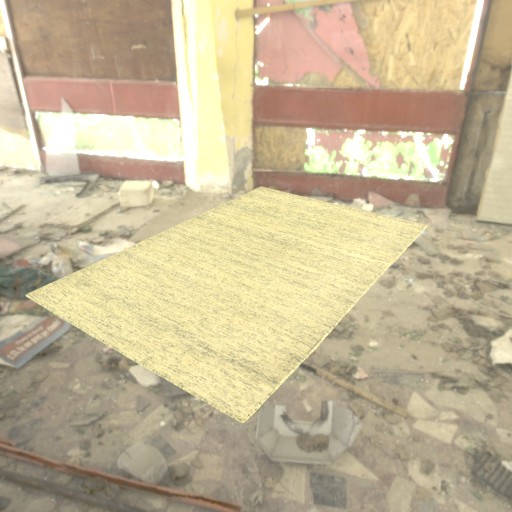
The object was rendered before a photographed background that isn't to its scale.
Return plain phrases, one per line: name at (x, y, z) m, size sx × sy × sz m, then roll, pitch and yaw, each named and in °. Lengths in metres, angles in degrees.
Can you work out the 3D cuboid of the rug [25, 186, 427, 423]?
rug at (0.000, 0.000, 2.858) m, size 1.523 × 0.017 × 2.263 m, roll 19°, pitch 33°, yaw 31°
